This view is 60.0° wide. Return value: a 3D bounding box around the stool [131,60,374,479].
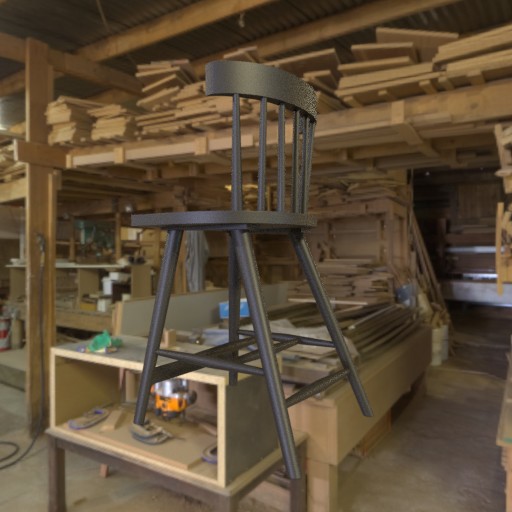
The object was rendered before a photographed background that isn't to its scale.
[{"bbox_3d":[0.000,0.000,1.289,0.549,0.953,0.494,1,1,35],"label":"stool"}]
